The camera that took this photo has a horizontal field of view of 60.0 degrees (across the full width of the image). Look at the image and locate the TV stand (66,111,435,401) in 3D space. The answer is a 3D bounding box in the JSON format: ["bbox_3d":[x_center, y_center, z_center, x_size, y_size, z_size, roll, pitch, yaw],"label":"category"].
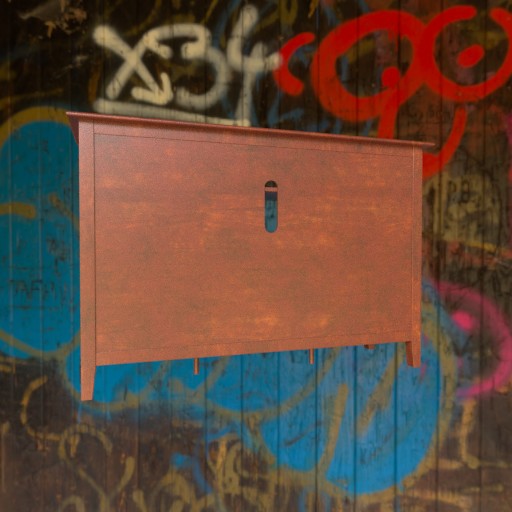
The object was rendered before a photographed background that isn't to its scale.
[{"bbox_3d":[0.000,0.000,1.795,1.372,0.915,0.445,0,1,-18],"label":"TV stand"}]
